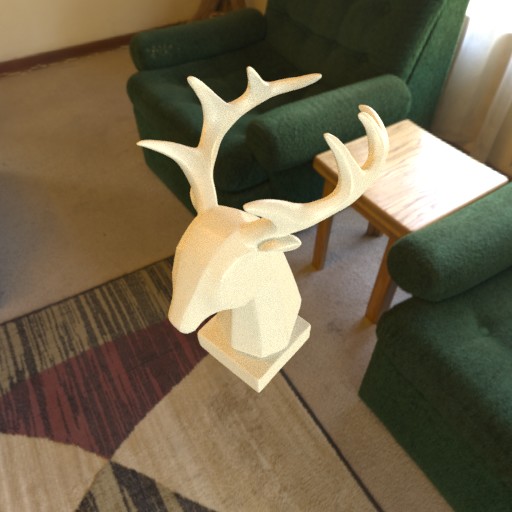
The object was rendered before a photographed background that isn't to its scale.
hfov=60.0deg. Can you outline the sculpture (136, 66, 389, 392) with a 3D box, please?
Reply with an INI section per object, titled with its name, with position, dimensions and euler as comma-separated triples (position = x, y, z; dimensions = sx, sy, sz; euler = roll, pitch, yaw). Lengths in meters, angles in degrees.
[sculpture]
position = 0.000, 0.000, 0.459
dimensions = 0.174, 0.329, 0.224
euler = 32, 55, 26
